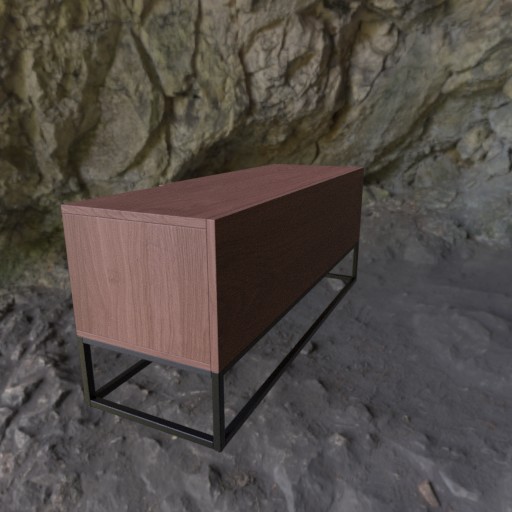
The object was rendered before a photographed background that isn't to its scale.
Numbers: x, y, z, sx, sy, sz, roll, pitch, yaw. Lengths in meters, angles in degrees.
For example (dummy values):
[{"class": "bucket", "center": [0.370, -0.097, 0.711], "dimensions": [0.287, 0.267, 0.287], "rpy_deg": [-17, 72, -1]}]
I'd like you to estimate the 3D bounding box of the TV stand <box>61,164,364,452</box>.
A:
[{"class": "TV stand", "center": [0.000, 0.000, 1.464], "dimensions": [0.415, 0.500, 1.200], "rpy_deg": [8, 18, 25]}]
